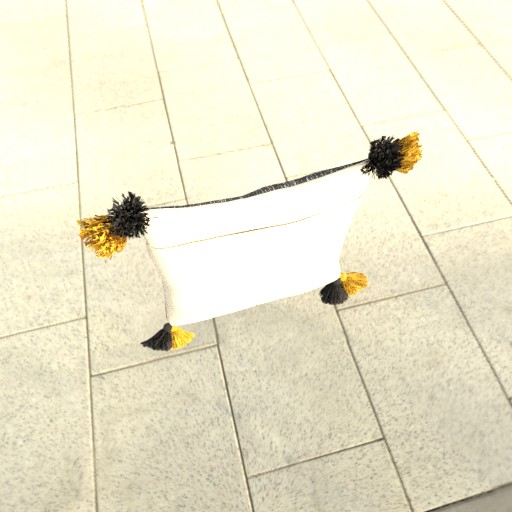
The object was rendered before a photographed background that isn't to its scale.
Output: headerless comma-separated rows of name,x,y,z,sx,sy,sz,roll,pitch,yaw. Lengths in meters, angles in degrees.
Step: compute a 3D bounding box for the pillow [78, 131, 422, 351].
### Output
pillow,0.000,0.000,1.005,0.654,0.659,0.139,-14,60,-8
